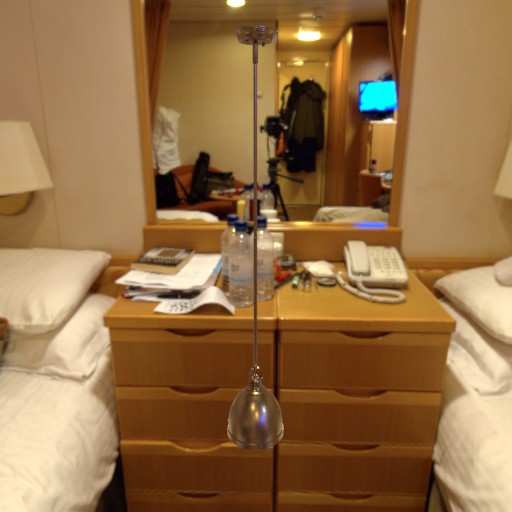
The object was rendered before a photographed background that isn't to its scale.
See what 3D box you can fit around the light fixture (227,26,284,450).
[{"bbox_3d":[0.000,0.000,1.483,0.217,1.367,0.211,-15,22,-42],"label":"light fixture"}]
